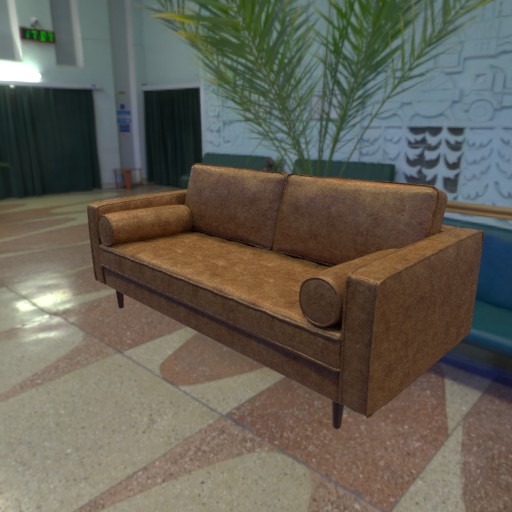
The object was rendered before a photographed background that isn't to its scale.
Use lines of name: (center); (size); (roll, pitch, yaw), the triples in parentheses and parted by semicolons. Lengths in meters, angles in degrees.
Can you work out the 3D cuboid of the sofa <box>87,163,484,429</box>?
sofa: (0.000, 0.000, 2.288); (1.920, 0.825, 0.924); (16, 23, 42)
